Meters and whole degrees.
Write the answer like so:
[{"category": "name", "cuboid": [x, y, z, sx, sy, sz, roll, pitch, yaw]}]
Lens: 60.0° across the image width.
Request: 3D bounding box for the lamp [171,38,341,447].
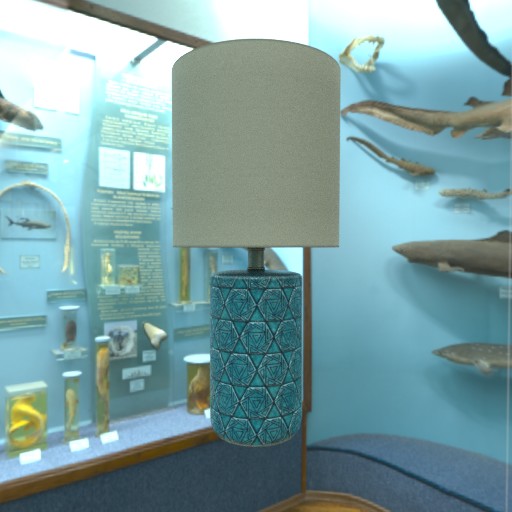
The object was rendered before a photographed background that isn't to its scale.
[{"category": "lamp", "cuboid": [0.000, 0.000, 0.747, 0.278, 0.597, 0.278, -1, 2, -35]}]
